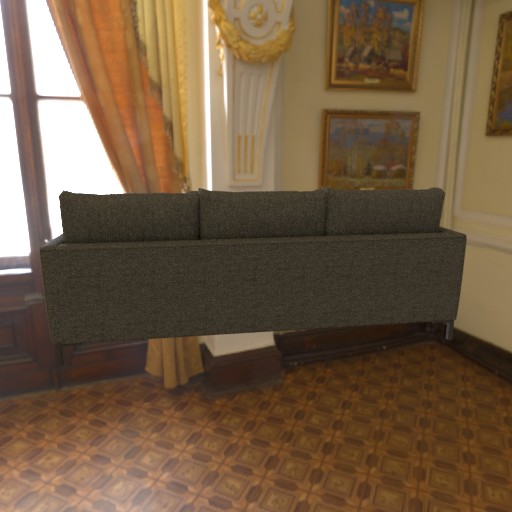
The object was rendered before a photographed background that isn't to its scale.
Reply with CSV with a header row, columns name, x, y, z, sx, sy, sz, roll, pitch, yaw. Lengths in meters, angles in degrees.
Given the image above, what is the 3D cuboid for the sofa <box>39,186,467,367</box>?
name,x,y,z,sx,sy,sz,roll,pitch,yaw
sofa,0.000,0.000,2.724,2.253,0.879,0.876,-2,14,-8
